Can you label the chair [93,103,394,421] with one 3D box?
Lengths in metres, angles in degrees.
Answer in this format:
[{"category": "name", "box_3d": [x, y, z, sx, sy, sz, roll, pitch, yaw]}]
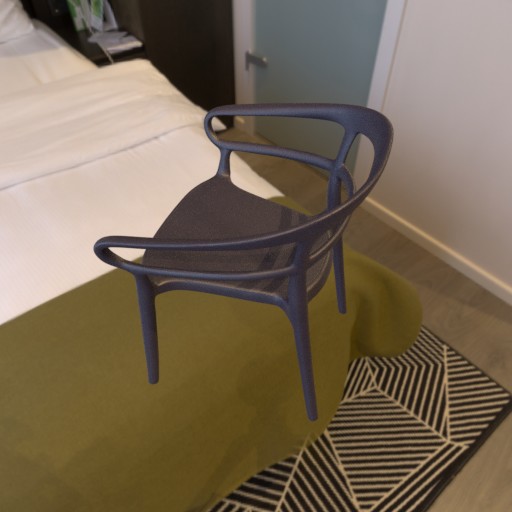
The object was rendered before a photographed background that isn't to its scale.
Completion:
[{"category": "chair", "box_3d": [0.000, 0.000, 1.149, 0.527, 0.761, 0.559, 15, 48, 13]}]
